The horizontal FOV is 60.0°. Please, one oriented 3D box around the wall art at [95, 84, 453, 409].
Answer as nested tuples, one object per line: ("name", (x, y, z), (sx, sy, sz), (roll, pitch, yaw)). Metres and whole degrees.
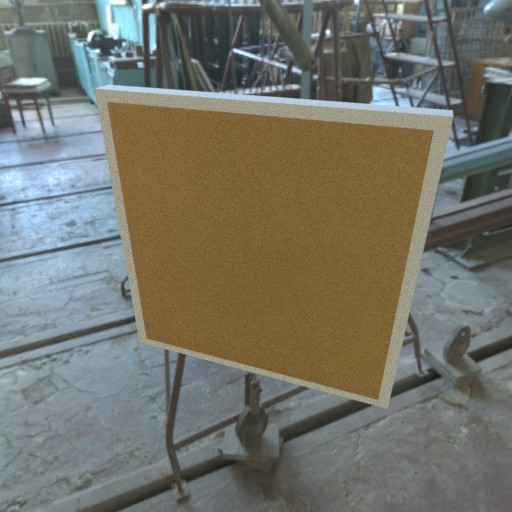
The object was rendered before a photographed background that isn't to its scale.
("wall art", (0.000, 0.000, 0.742), (0.508, 0.507, 0.035), (11, 33, 17))
